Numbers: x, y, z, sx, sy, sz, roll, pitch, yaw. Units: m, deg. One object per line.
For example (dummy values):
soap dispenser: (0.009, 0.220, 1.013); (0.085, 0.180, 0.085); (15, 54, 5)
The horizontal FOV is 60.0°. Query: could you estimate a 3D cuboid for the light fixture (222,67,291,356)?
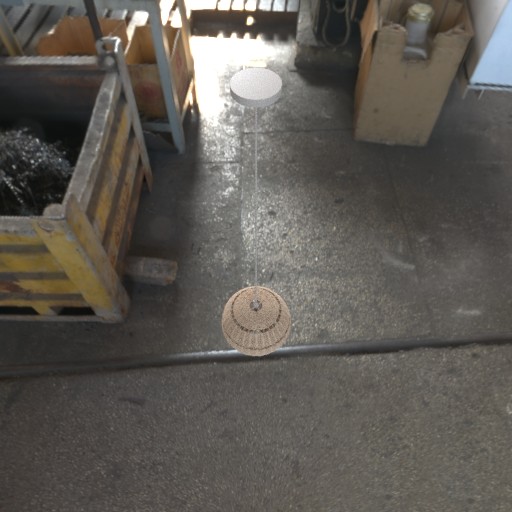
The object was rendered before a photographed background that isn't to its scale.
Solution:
light fixture: (0.000, 0.000, 2.260); (0.457, 2.019, 0.457); (-32, 63, -19)
